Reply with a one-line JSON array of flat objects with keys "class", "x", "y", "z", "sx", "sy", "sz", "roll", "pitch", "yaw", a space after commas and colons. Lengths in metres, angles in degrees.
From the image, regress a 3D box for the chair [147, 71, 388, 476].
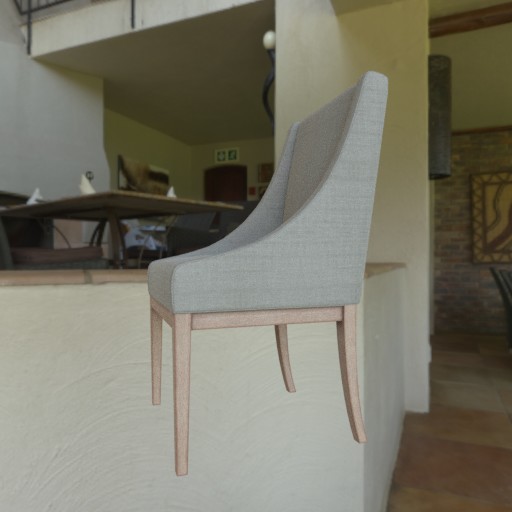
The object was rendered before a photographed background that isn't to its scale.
[{"class": "chair", "x": 0.000, "y": 0.000, "z": 1.377, "sx": 0.611, "sy": 1.021, "sz": 0.575, "roll": 0, "pitch": 0, "yaw": -19}]
